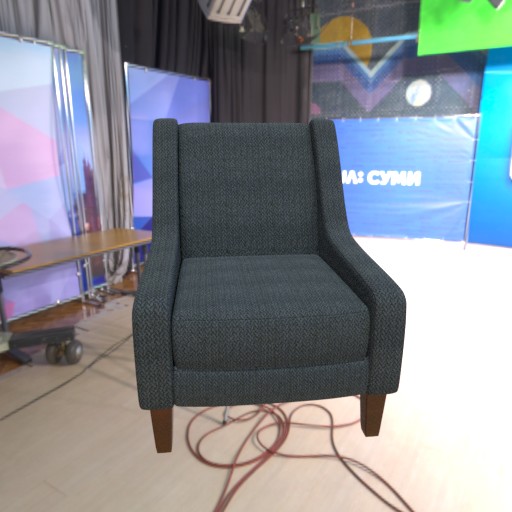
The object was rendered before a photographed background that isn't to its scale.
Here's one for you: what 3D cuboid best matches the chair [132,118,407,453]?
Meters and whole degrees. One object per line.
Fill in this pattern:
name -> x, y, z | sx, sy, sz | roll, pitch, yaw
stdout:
chair -> 0.000, 0.000, 1.662 | 0.793, 1.012, 0.944 | -2, 15, -6
